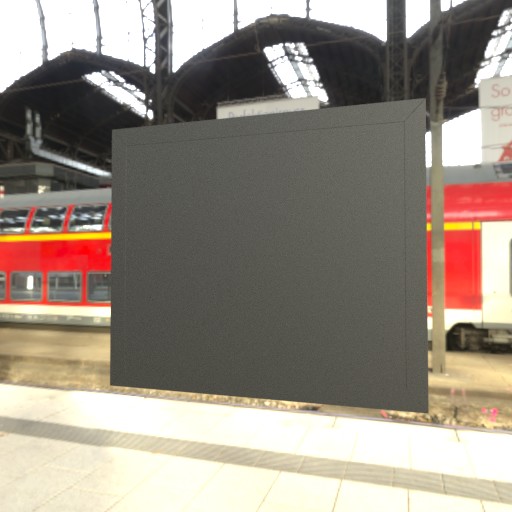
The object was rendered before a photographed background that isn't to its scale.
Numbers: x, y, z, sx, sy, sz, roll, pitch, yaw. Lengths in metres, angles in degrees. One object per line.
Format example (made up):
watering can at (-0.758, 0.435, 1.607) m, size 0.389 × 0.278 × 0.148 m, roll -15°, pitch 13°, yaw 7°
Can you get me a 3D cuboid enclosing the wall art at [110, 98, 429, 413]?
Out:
wall art at (0.000, 0.000, 0.531) m, size 0.381 × 0.330 × 0.029 m, roll 0°, pitch -1°, yaw 17°
